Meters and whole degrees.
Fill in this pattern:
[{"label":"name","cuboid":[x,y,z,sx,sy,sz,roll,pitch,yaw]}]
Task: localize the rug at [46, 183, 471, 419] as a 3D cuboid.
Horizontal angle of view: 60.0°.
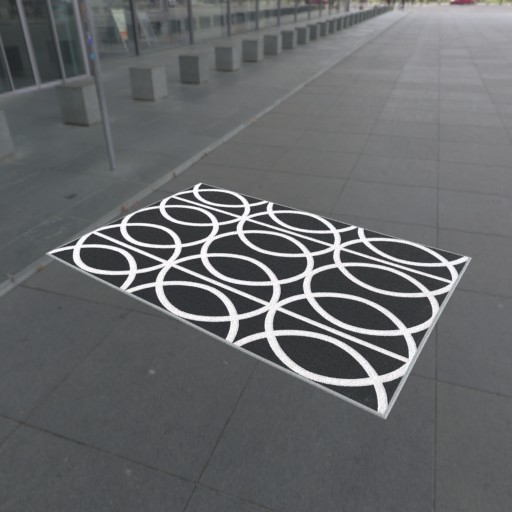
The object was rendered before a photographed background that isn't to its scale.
[{"label":"rug","cuboid":[0.000,0.000,2.847,2.290,0.014,1.526,19,36,29]}]
